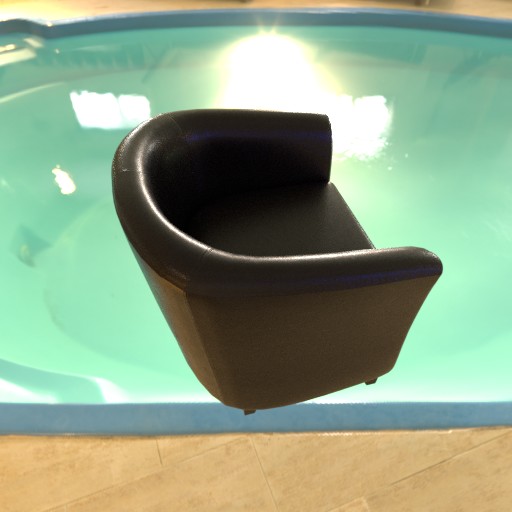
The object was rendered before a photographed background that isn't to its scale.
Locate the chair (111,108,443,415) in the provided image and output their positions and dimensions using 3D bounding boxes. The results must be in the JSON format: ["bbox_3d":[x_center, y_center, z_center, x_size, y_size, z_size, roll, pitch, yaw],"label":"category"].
[{"bbox_3d":[0.000,0.000,1.392,0.727,0.756,0.793,-11,46,-10],"label":"chair"}]
